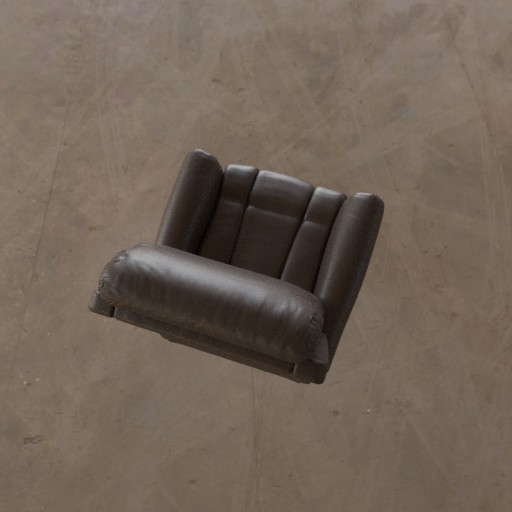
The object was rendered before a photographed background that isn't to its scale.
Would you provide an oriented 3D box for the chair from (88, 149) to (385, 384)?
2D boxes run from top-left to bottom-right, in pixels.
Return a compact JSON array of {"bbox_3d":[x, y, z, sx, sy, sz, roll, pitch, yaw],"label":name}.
[{"bbox_3d":[0.000,0.000,1.717,0.869,1.028,0.978,16,63,8],"label":"chair"}]
